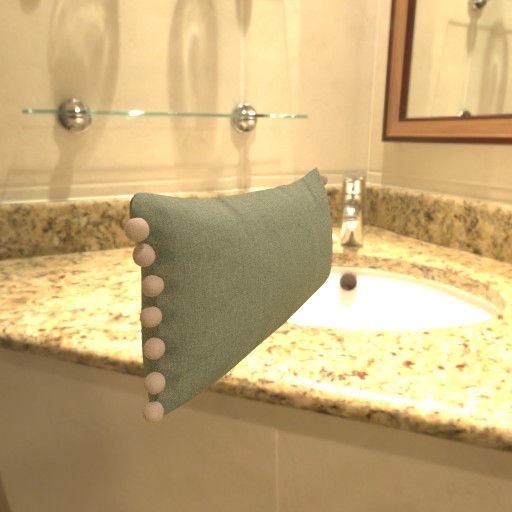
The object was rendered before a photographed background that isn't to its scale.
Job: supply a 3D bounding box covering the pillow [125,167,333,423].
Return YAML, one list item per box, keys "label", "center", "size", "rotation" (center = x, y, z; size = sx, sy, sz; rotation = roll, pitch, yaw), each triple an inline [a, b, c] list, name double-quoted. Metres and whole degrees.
- label: "pillow"
  center: [0.000, 0.000, 0.860]
  size: [0.201, 0.322, 0.709]
  rotation: [8, 18, 26]
